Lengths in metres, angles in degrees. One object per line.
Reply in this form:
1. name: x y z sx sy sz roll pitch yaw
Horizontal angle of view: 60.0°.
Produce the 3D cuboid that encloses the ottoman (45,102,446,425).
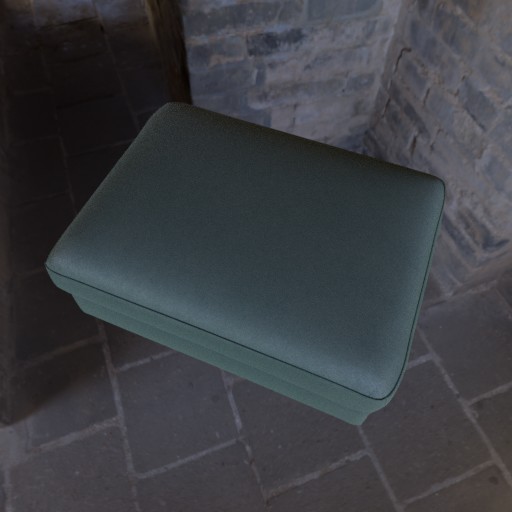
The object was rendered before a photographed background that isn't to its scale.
1. ottoman: 0.000 0.000 1.163 0.811 0.449 0.608 19 61 11
